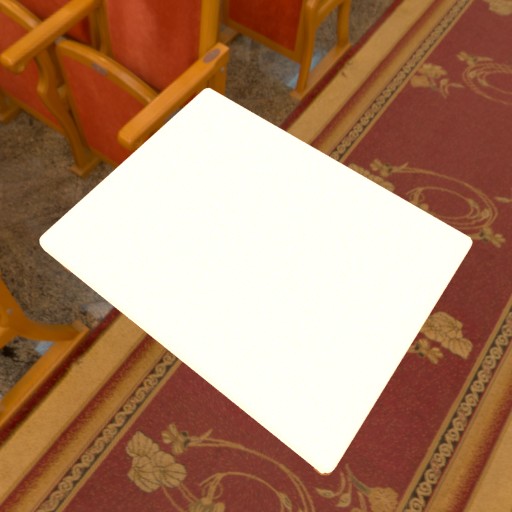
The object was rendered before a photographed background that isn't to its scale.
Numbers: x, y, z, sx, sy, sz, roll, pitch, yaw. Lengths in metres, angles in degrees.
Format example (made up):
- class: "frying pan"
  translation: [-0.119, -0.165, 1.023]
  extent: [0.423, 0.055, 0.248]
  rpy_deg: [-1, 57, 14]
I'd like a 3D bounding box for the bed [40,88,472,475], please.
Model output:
- class: "bed"
  translation: [0.000, 0.000, 2.722]
  extent: [2.016, 0.431, 1.536]
  rpy_deg: [34, 69, 16]
